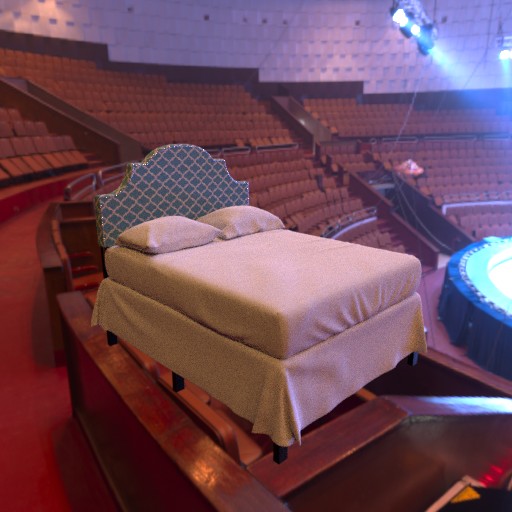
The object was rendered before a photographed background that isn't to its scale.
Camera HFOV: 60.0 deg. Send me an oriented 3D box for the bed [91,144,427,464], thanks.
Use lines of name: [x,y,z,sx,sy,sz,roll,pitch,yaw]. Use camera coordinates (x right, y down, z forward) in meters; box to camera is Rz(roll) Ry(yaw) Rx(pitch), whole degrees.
bed: [0.000,0.000,3.391,1.780,1.633,2.222,-15,21,-42]
